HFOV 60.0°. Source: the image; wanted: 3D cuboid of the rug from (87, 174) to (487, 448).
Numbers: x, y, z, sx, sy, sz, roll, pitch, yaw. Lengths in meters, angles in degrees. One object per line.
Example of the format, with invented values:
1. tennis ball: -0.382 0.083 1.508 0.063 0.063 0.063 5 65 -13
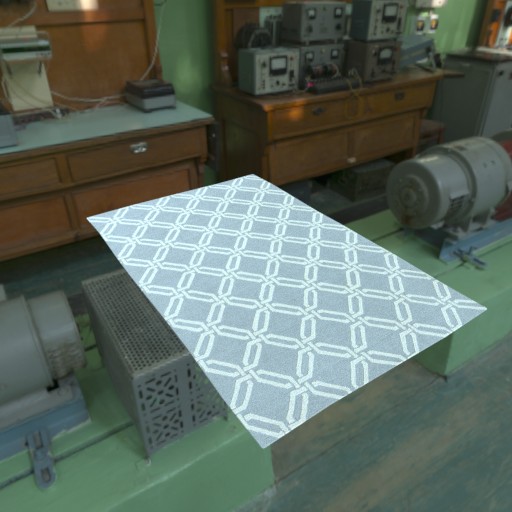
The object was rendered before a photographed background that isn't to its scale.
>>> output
1. rug: 0.000 0.000 2.172 1.148 0.010 1.754 -20 38 -28
